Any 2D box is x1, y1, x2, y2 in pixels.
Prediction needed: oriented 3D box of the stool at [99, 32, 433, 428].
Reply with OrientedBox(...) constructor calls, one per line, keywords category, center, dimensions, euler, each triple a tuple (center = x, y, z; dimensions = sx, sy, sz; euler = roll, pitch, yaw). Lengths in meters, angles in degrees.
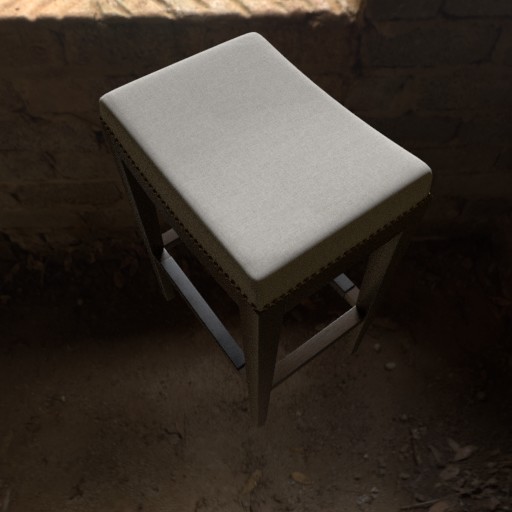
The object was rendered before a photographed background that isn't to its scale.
OrientedBox(category="stool", center=(0.000, 0.000, 1.021), dimensions=(0.358, 0.759, 0.498), euler=(-32, 63, -18))
